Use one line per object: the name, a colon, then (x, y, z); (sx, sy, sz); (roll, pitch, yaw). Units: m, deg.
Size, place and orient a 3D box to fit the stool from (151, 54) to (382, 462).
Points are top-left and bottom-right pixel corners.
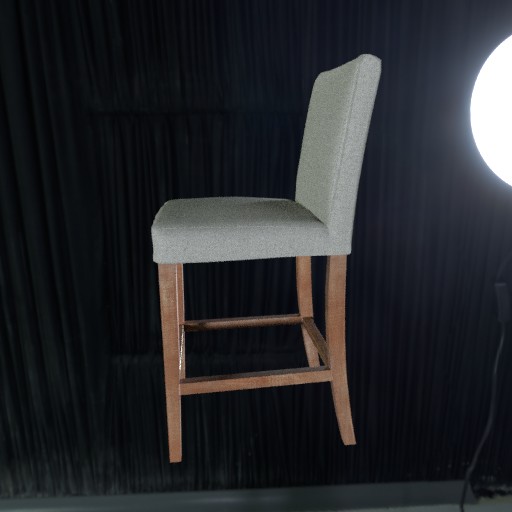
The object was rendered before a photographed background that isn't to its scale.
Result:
stool: (0.000, 0.000, 1.348); (0.570, 1.088, 0.439); (-2, 16, -7)
